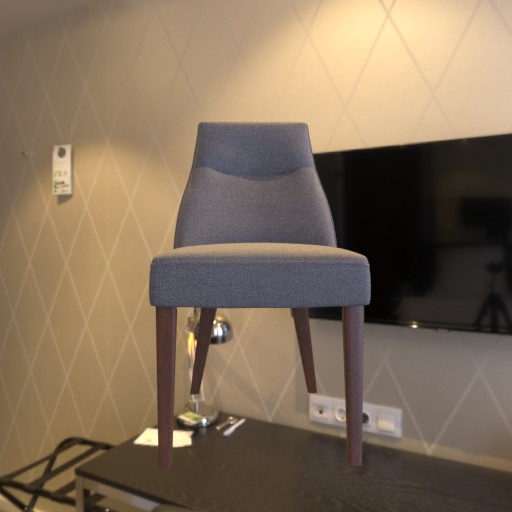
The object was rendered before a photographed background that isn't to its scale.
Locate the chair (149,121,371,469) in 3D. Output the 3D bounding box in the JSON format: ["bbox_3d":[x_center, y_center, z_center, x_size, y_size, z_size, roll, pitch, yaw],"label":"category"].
[{"bbox_3d":[0.000,0.000,1.281,0.500,0.930,0.620,0,1,-2],"label":"chair"}]
